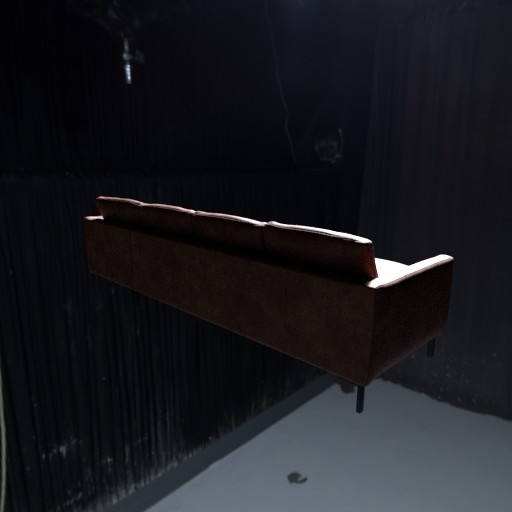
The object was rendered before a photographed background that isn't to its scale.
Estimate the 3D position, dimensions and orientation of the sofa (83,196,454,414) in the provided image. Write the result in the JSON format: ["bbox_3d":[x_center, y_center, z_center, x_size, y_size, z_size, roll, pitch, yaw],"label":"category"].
[{"bbox_3d":[0.000,0.000,3.535,1.471,0.859,2.993,-13,19,-43],"label":"sofa"}]
